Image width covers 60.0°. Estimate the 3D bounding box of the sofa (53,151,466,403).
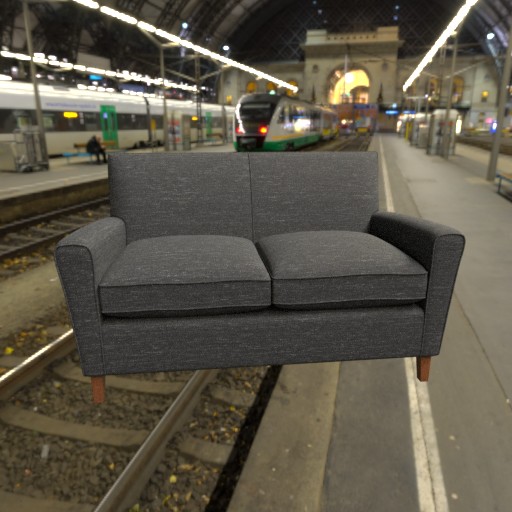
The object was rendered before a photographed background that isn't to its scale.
[{"bbox_3d":[0.000,0.000,1.952,1.420,0.846,0.875,-2,17,-6],"label":"sofa"}]
